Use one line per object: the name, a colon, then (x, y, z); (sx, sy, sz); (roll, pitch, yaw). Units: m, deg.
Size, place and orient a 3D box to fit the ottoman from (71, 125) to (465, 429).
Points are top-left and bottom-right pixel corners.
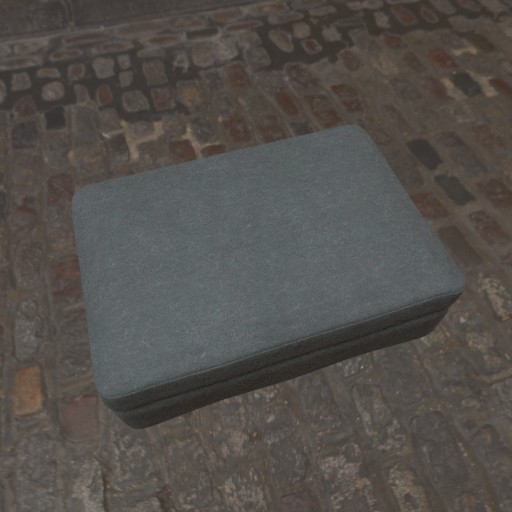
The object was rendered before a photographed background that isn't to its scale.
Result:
ottoman: (0.000, 0.000, 1.623); (1.199, 0.429, 0.840); (-15, 59, -10)
